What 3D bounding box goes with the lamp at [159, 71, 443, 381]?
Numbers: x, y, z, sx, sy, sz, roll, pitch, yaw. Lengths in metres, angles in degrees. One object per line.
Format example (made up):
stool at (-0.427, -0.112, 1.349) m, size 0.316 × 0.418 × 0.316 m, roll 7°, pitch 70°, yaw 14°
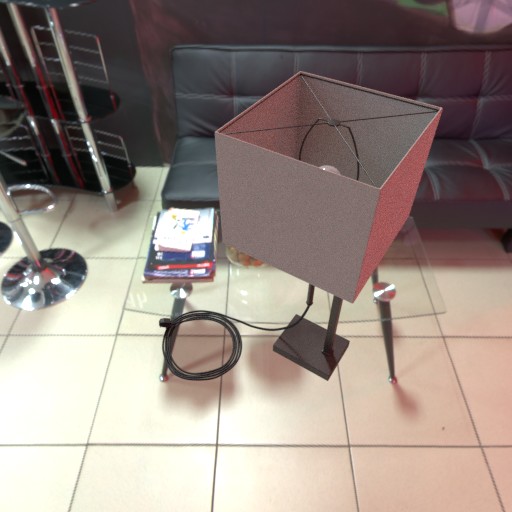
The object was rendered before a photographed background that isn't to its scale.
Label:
lamp at (0.000, 0.000, 0.971) m, size 0.504 × 0.660 × 0.399 m, roll 25°, pitch 50°, yaw 23°
